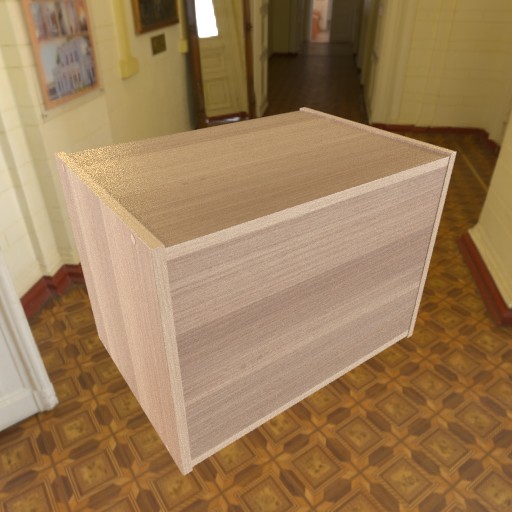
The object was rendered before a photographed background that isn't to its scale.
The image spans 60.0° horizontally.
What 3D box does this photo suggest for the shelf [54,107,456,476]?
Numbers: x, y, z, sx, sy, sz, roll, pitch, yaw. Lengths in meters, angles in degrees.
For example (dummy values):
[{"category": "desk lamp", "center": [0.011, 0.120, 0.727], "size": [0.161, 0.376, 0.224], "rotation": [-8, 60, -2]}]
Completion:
[{"category": "shelf", "center": [0.000, 0.000, 0.636], "size": [0.415, 0.305, 0.290], "rotation": [-21, 37, -30]}]
